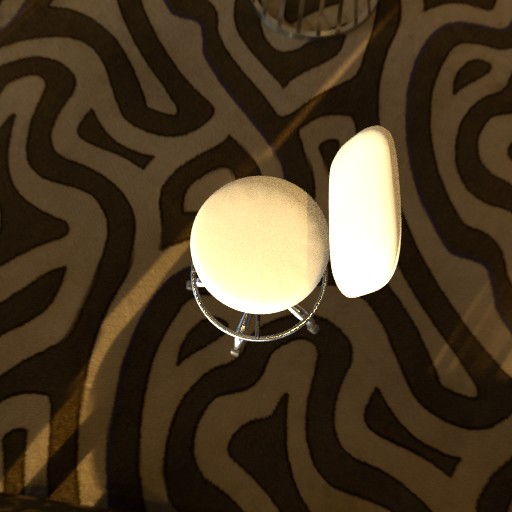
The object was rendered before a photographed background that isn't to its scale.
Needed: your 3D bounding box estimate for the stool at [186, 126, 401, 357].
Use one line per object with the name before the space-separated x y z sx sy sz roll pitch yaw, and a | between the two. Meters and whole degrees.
stool | 0.000 0.000 1.463 0.616 1.080 0.609 2 75 0
